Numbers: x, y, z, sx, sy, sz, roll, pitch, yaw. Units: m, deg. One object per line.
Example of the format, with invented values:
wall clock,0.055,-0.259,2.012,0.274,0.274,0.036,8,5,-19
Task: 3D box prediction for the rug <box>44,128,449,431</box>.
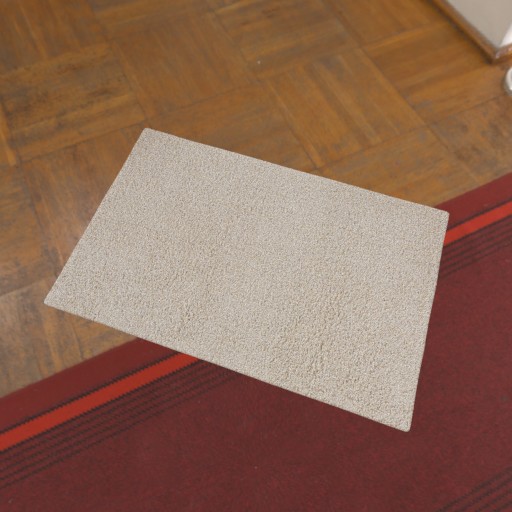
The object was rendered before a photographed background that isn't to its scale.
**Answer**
rug,0.000,0.000,3.469,2.743,0.030,1.778,17,66,8
